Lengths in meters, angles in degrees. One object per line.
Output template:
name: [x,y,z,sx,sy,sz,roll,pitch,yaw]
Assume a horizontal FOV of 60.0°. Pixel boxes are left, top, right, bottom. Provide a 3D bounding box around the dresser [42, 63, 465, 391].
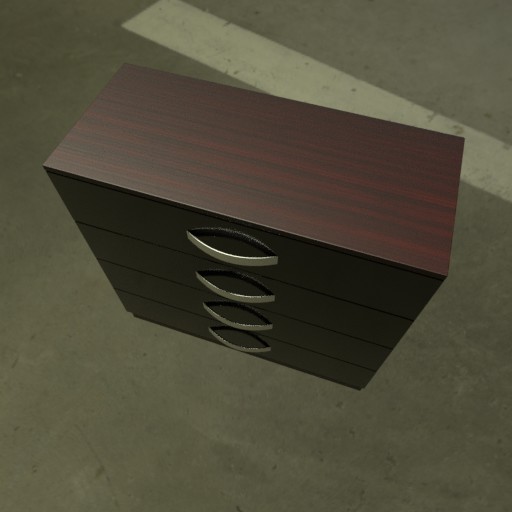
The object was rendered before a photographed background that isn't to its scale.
dresser: [0.000,0.000,1.153,0.750,0.720,0.360,16,59,10]
